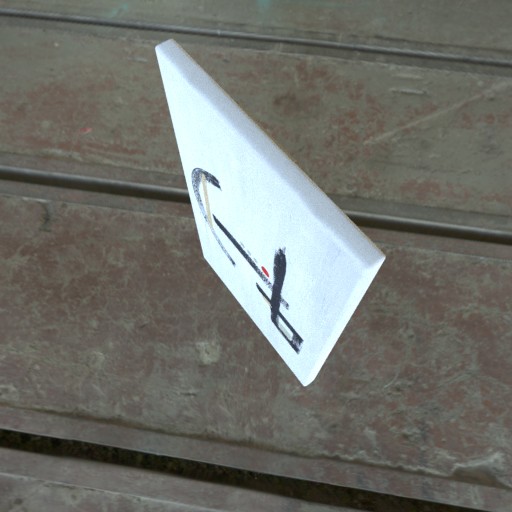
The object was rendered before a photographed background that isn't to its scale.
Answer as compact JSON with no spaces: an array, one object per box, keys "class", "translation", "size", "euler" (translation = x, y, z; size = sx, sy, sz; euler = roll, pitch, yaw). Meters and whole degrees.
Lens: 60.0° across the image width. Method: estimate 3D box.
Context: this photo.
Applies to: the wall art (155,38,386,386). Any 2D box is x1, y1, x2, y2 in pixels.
[{"class":"wall art","translation":[0.000,0.000,1.168],"size":[0.048,0.916,0.602],"euler":[-34,68,-16]}]
